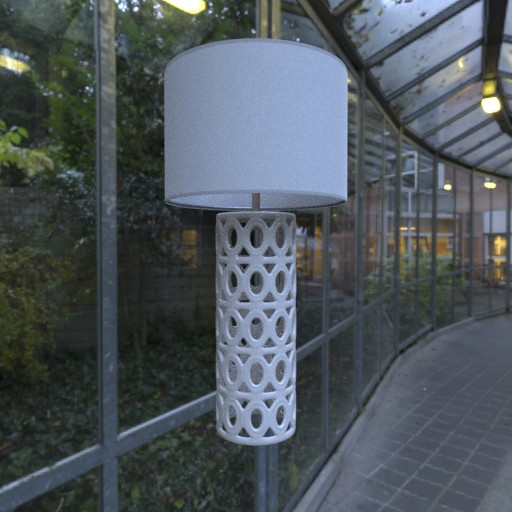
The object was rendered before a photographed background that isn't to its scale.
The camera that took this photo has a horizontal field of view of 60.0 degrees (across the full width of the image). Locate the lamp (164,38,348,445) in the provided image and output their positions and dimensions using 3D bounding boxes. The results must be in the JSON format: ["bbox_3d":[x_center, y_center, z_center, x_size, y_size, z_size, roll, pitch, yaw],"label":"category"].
[{"bbox_3d":[0.000,0.000,0.810,0.324,0.636,0.325,-1,2,-37],"label":"lamp"}]
